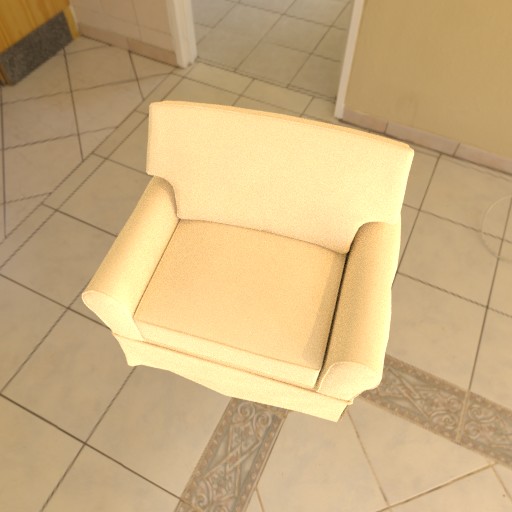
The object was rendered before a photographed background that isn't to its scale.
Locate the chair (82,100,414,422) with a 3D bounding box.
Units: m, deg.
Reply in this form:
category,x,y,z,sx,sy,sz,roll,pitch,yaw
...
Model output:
category,x,y,z,sx,sy,sz,roll,pitch,yaw
chair,0.000,0.000,1.804,1.099,0.958,0.904,14,58,9
